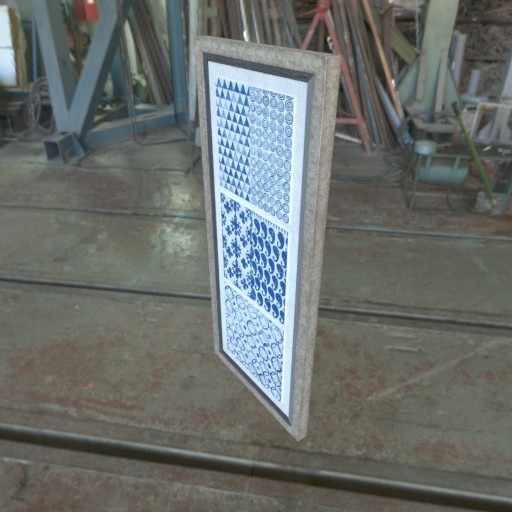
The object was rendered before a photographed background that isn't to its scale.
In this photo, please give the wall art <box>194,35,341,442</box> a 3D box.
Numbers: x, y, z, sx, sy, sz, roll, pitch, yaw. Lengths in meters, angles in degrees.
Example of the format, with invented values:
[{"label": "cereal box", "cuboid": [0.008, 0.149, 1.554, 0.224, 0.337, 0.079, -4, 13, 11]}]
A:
[{"label": "wall art", "cuboid": [0.000, 0.000, 1.686, 0.051, 1.461, 0.648, -21, 37, -30]}]
